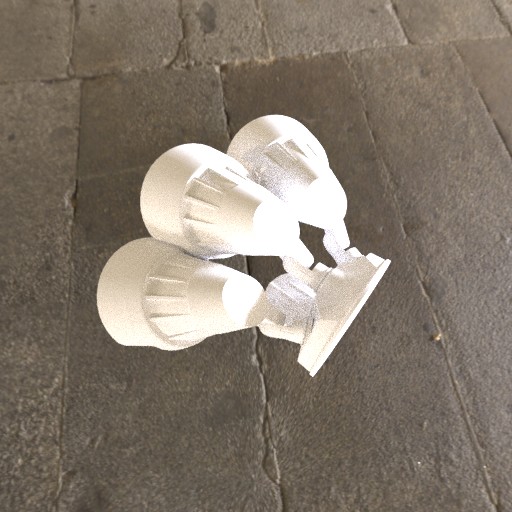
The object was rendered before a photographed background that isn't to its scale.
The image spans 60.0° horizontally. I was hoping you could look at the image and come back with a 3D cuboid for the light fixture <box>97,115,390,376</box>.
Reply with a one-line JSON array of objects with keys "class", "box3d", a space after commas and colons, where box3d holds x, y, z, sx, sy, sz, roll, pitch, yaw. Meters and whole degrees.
[{"class": "light fixture", "box3d": [0.000, 0.000, 0.555, 0.278, 0.237, 0.369, 34, 68, 16]}]
